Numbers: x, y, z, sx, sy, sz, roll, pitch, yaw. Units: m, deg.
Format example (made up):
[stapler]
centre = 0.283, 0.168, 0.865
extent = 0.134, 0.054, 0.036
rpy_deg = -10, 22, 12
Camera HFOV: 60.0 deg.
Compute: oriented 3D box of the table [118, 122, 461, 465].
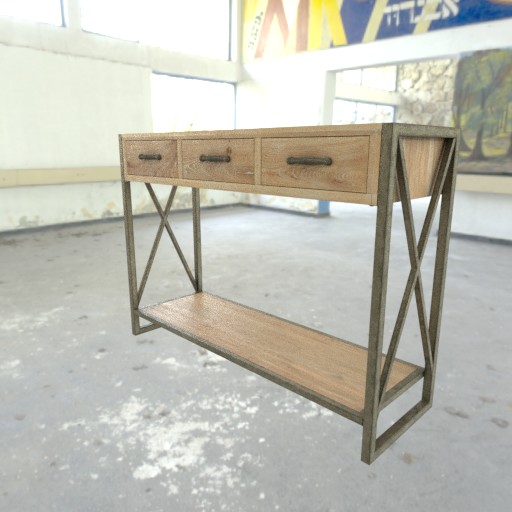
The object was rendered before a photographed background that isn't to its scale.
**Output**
[table]
centre = 0.000, 0.000, 1.410
extent = 1.059, 0.763, 0.361
rpy_deg = 13, 19, 43
